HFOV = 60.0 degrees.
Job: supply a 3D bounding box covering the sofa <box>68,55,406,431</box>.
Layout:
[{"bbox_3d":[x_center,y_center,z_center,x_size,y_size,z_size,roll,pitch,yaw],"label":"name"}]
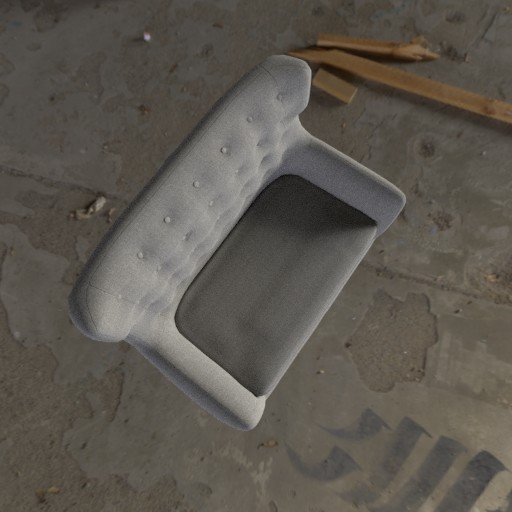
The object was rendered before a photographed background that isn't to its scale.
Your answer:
[{"bbox_3d":[0.000,0.000,2.092,0.884,1.028,1.386,35,78,9],"label":"sofa"}]
